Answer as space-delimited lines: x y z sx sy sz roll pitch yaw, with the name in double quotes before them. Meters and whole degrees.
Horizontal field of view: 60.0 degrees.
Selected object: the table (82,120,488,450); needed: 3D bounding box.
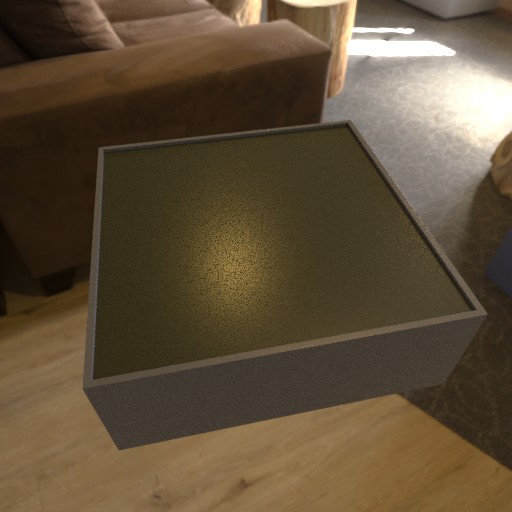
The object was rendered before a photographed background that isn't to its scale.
"table" 0.000 0.000 1.228 0.801 0.299 0.801 -9 47 -8
